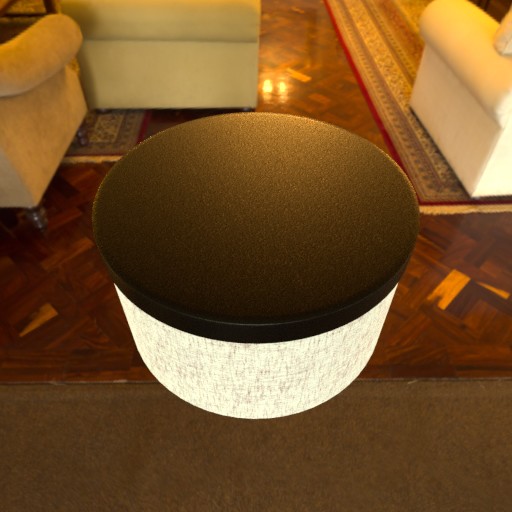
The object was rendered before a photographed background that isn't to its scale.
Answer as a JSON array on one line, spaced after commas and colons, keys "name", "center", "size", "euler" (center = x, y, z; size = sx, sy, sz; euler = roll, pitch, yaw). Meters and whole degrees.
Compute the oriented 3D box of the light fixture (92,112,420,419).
[{"name": "light fixture", "center": [0.000, 0.000, 0.623], "size": [0.389, 0.229, 0.389], "euler": [0, 46, 0]}]
